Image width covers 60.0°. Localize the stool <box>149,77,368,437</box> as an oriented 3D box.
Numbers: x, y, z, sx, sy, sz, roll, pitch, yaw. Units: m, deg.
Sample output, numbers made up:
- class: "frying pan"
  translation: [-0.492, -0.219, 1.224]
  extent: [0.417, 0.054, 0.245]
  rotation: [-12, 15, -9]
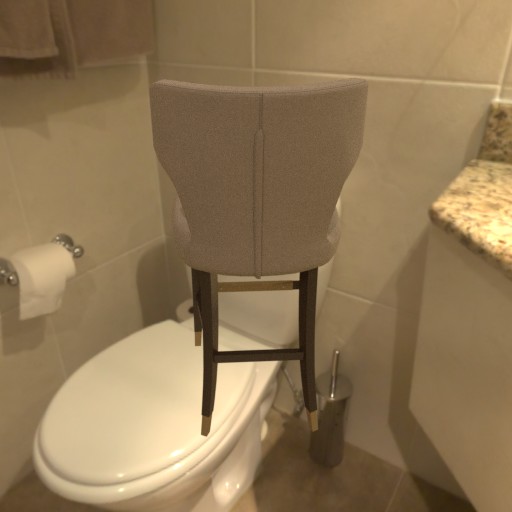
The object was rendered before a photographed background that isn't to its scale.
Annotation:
- class: "stool"
  translation: [0.000, 0.000, 1.414]
  extent: [0.526, 1.092, 0.563]
  rotation: [-2, 28, -3]
